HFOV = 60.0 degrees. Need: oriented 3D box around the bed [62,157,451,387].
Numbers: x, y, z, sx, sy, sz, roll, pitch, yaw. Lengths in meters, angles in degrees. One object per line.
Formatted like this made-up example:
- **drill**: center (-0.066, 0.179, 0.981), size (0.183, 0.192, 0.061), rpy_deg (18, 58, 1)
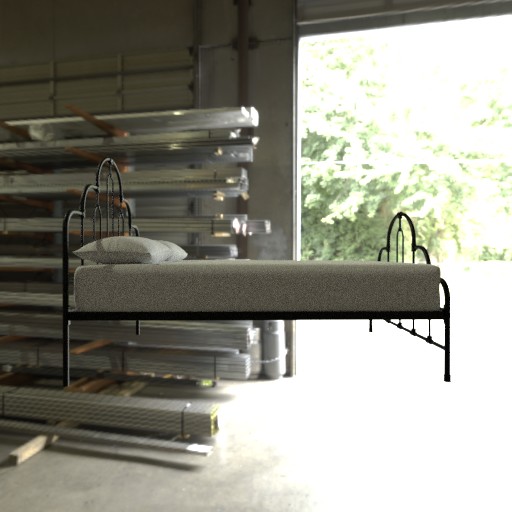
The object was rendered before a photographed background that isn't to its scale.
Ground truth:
- **bed**: center (0.000, 0.000, 3.277), size (2.181, 1.444, 1.626), rpy_deg (0, 0, -1)
